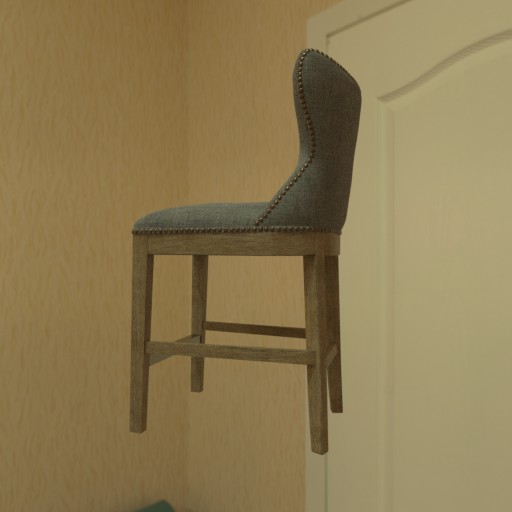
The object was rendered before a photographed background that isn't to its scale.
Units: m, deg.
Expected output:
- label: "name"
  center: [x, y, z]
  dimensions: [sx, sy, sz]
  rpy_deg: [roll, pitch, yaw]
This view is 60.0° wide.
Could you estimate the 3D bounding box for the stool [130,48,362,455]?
- label: "stool"
  center: [0.000, 0.000, 1.318]
  dimensions: [0.608, 0.981, 0.498]
  rpy_deg: [0, 1, 18]
